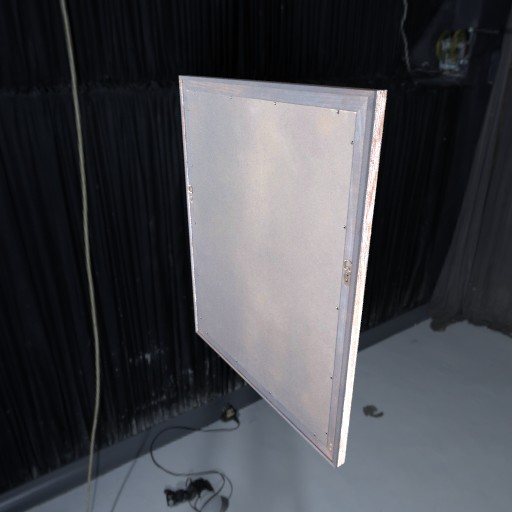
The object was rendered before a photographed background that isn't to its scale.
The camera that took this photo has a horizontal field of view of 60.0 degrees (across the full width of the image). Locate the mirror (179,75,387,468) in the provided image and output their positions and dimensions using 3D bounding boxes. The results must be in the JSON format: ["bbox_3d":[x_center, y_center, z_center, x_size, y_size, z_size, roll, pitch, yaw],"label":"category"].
[{"bbox_3d":[0.000,0.000,1.200,0.032,0.882,0.730,-16,29,-32],"label":"mirror"}]
